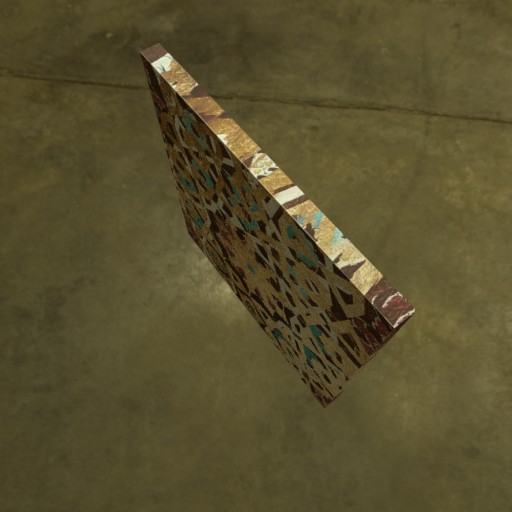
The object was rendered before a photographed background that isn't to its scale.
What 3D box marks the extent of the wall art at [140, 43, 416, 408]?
[{"bbox_3d":[0.000,0.000,0.919,0.041,0.613,0.609,-33,67,-16],"label":"wall art"}]
